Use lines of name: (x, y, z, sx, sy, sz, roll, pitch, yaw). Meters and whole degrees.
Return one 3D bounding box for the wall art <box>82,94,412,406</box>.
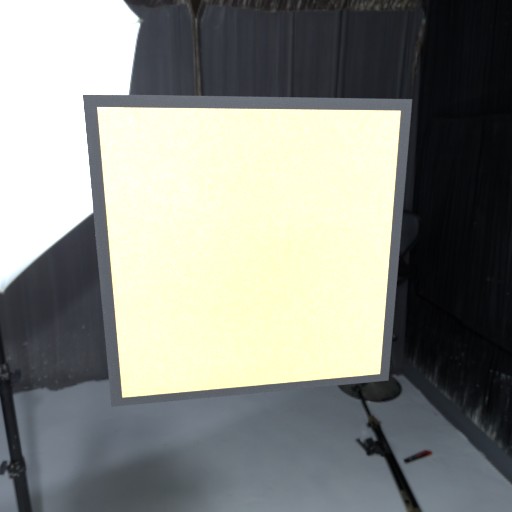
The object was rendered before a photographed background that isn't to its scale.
wall art: (0.000, 0.000, 1.126, 0.762, 0.760, 0.037, -2, 15, -9)
